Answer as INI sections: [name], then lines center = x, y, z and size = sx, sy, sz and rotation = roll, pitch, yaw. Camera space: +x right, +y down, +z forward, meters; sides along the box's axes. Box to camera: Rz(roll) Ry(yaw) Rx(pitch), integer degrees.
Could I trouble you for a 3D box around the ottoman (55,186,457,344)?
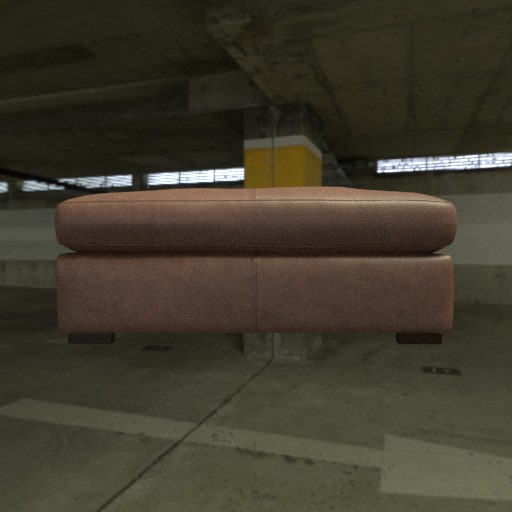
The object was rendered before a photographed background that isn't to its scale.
[ottoman]
center = 0.000, 0.000, 1.805
size = 1.168, 0.490, 1.168
rotation = 0, 1, 0
